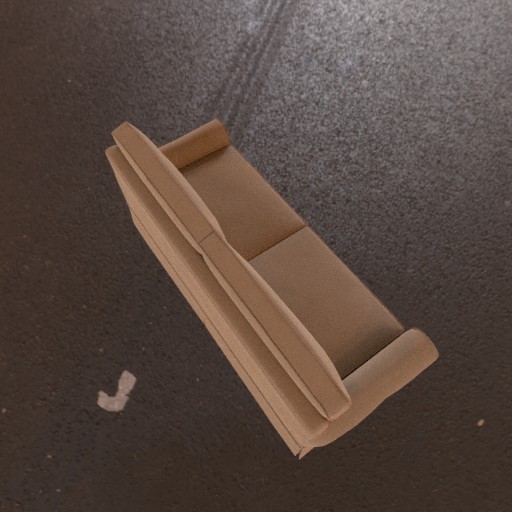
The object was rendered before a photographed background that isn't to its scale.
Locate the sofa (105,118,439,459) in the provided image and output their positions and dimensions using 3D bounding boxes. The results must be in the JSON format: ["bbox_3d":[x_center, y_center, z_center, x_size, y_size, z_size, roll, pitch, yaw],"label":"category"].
[{"bbox_3d":[0.000,0.000,2.790,0.900,1.014,2.246,-31,64,-18],"label":"sofa"}]
